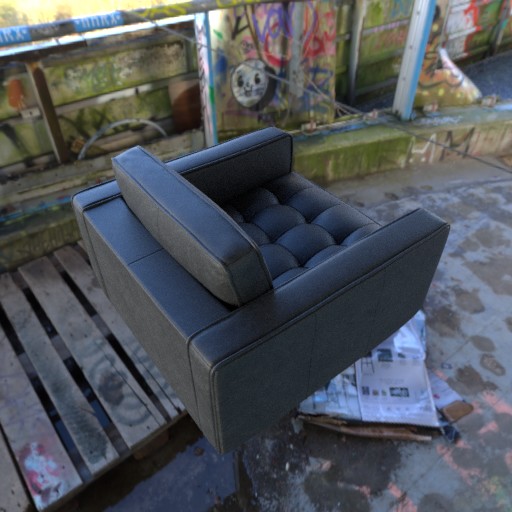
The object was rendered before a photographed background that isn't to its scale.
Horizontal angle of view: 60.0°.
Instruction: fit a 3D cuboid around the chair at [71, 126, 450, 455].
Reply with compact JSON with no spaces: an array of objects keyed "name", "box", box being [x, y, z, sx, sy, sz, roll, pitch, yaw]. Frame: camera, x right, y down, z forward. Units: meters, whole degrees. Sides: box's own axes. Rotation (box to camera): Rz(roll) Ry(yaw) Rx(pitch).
[{"name":"chair","box":[0.000,0.000,1.555,0.914,0.763,0.889,-27,48,-27]}]
